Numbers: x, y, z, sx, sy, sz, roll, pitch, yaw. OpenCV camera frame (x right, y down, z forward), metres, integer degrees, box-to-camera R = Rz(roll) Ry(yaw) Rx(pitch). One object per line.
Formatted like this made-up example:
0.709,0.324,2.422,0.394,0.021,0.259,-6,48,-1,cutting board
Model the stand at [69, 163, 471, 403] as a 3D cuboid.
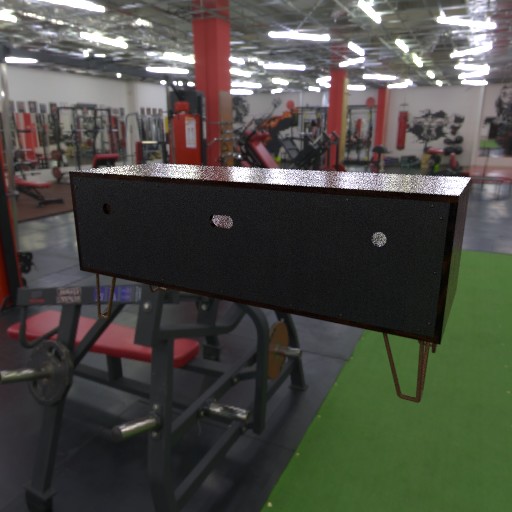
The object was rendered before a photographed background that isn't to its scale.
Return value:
0.000,0.000,1.670,1.372,0.610,0.481,8,18,27,stand
